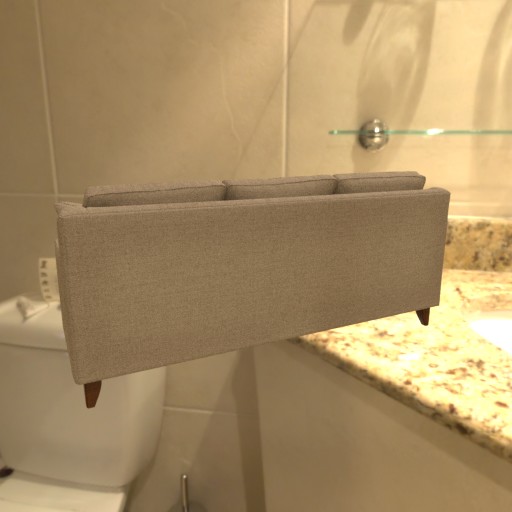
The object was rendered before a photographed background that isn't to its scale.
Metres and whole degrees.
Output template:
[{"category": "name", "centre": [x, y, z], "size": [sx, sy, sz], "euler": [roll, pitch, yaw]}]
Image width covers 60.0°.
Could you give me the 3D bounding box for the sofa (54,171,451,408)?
[{"category": "sofa", "centre": [0.000, 0.000, 2.472], "size": [2.031, 0.914, 0.865], "euler": [-7, 15, -26]}]
